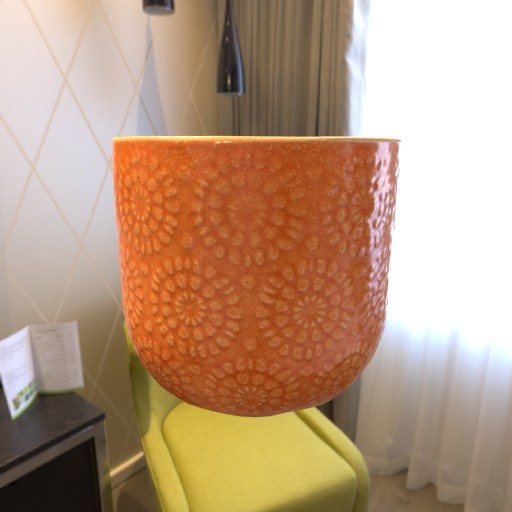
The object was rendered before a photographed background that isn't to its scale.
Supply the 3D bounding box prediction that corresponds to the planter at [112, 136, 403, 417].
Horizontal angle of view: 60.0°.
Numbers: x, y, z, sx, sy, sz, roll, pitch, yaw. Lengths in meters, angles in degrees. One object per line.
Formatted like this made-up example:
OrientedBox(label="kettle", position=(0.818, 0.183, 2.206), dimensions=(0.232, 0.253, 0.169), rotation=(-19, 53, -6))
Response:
OrientedBox(label="planter", position=(0.000, 0.000, 0.281), dimensions=(0.170, 0.152, 0.170), rotation=(0, 15, 0))
